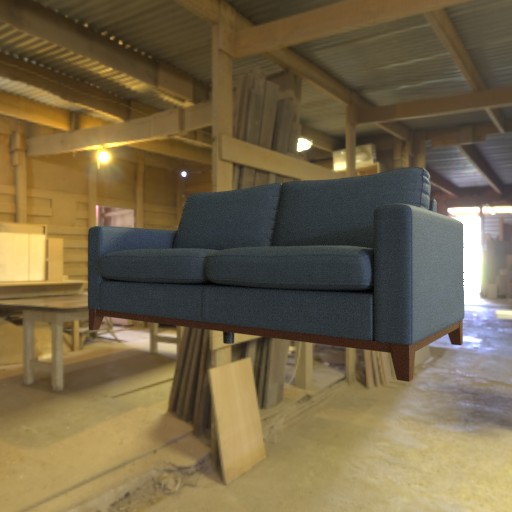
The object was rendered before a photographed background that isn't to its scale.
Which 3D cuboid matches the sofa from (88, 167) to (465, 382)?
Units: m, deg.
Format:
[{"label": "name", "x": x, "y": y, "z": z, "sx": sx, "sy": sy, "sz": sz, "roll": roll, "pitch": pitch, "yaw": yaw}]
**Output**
[{"label": "sofa", "x": 0.000, "y": 0.000, "z": 2.382, "sx": 1.900, "sy": 0.865, "sz": 0.877, "roll": 0, "pitch": -1, "yaw": 36}]
